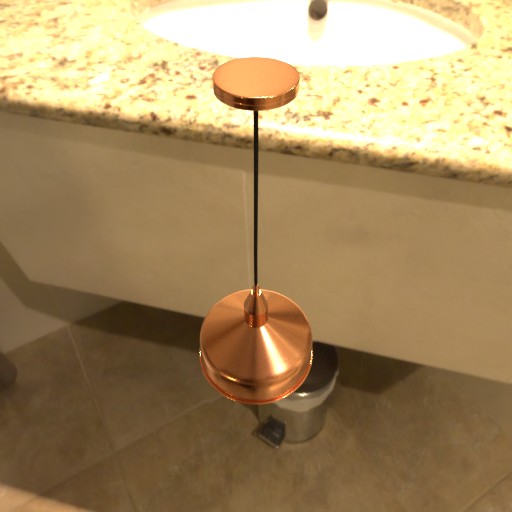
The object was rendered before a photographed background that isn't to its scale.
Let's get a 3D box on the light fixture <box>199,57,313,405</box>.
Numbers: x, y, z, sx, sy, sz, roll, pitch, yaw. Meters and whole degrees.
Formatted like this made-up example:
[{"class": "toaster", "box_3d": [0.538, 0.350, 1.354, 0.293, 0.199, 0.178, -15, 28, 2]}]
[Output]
[{"class": "light fixture", "box_3d": [0.000, 0.000, 0.901, 0.301, 0.754, 0.301, 17, 50, 15]}]
